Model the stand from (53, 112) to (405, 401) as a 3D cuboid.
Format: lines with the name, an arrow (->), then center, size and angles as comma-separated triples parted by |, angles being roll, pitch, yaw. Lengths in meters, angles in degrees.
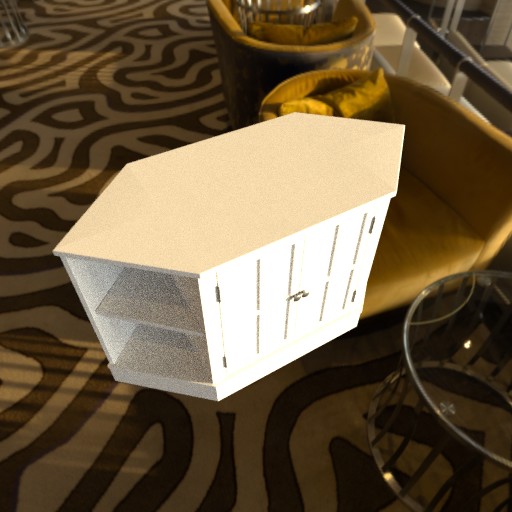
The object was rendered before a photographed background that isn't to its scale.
stand -> 0.000, 0.000, 1.412 | 1.072, 0.614, 0.477 | -23, 51, -20
